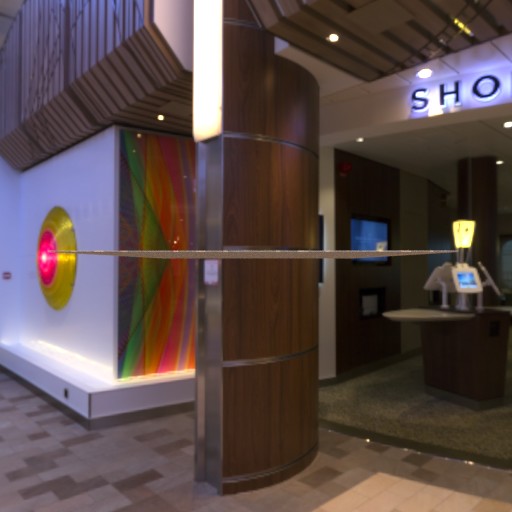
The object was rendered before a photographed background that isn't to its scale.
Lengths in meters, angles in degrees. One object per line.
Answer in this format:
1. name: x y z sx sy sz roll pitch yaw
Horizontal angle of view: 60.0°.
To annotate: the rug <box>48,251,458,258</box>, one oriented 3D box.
1. rug: 0.000 0.000 3.910 2.283 0.006 2.892 0 -1 1
